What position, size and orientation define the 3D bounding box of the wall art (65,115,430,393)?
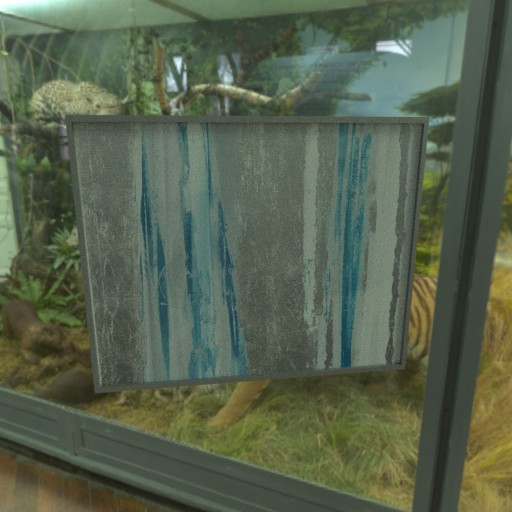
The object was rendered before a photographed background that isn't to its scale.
[{"bbox_3d":[0.000,0.000,0.749,0.557,0.450,0.037,-2,15,-8],"label":"wall art"}]
